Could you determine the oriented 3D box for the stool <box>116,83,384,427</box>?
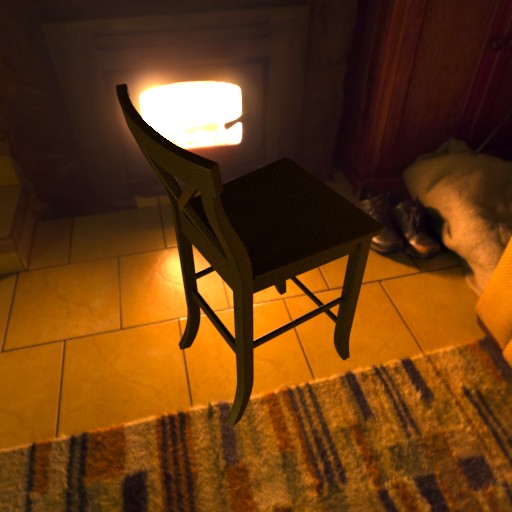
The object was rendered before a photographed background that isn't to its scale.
[{"bbox_3d":[0.000,0.000,1.322,0.559,0.989,0.452,-24,48,-24],"label":"stool"}]
